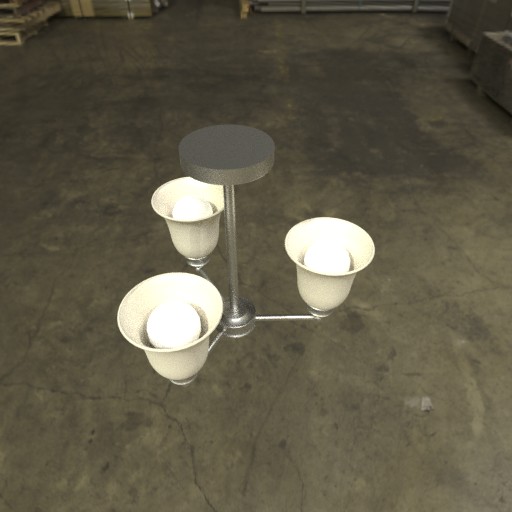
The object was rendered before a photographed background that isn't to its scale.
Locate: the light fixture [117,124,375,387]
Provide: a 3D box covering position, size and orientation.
[{"bbox_3d":[0.000,0.000,0.679,0.354,0.370,0.388,0,41,0],"label":"light fixture"}]
